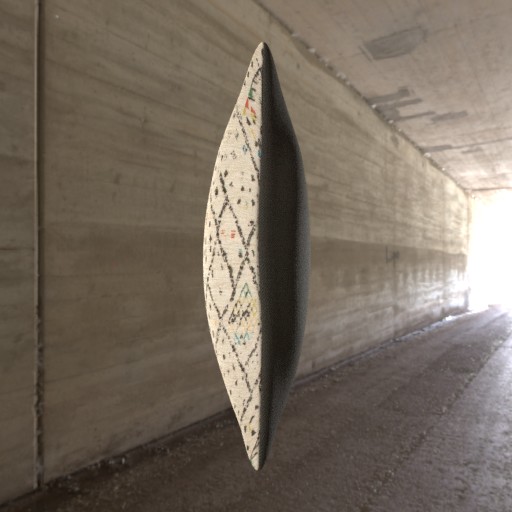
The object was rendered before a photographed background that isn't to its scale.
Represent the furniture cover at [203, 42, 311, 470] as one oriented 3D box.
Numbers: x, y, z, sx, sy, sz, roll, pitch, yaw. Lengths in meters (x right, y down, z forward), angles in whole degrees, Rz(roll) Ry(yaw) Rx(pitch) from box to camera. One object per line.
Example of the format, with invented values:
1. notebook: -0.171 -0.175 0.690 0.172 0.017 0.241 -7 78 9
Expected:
1. furniture cover: 0.000 0.000 0.773 0.180 0.498 0.525 0 0 -1
